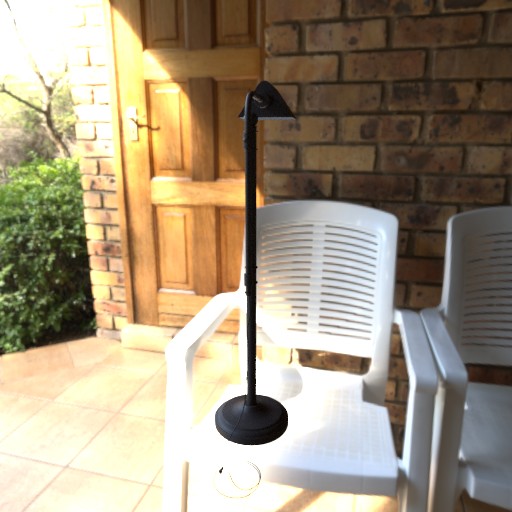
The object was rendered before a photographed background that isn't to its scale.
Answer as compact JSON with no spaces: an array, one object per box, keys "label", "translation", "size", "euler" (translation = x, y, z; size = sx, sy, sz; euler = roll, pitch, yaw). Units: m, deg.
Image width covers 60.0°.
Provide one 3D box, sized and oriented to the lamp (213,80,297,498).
[{"label":"lamp","translation":[0.000,0.000,0.920],"size":[0.159,0.708,0.545],"euler":[2,15,9]}]
